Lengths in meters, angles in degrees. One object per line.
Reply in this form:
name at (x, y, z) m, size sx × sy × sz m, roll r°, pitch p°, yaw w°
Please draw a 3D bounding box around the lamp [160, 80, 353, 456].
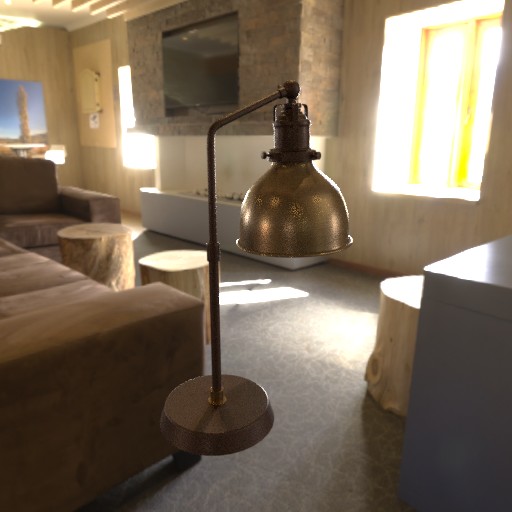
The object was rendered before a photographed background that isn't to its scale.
lamp at (0.000, 0.000, 0.621) m, size 0.298 × 0.469 × 0.175 m, roll -8°, pitch 17°, yaw -27°
